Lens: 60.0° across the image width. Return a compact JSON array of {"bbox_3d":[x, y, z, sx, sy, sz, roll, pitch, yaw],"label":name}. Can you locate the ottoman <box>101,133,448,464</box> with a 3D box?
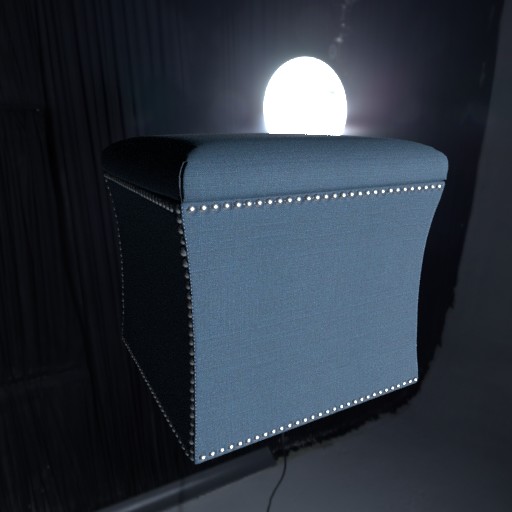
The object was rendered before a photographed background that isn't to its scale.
[{"bbox_3d":[0.000,0.000,0.887,0.497,0.475,0.507,-9,19,-27],"label":"ottoman"}]
